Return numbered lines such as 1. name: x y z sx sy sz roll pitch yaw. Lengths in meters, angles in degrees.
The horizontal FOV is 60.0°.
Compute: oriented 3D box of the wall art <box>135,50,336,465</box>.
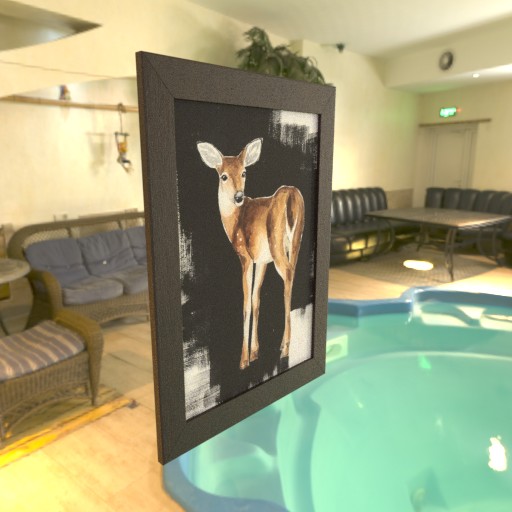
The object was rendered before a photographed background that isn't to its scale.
1. wall art: 0.000 0.000 0.656 0.013 0.508 0.359 12 18 43
